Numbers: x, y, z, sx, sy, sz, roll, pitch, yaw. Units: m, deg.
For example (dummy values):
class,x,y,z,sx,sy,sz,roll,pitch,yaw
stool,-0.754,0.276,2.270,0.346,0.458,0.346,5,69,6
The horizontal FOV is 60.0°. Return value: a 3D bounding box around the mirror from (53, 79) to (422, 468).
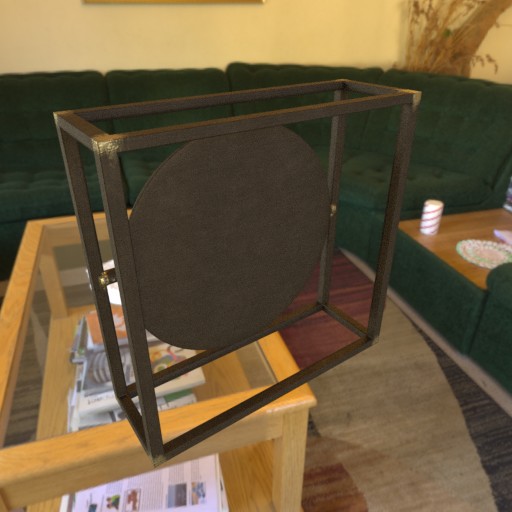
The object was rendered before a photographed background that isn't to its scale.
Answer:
class,x,y,z,sx,sy,sz,roll,pitch,yaw
mirror,0.000,0.000,0.451,0.306,0.303,0.107,-19,35,-30
